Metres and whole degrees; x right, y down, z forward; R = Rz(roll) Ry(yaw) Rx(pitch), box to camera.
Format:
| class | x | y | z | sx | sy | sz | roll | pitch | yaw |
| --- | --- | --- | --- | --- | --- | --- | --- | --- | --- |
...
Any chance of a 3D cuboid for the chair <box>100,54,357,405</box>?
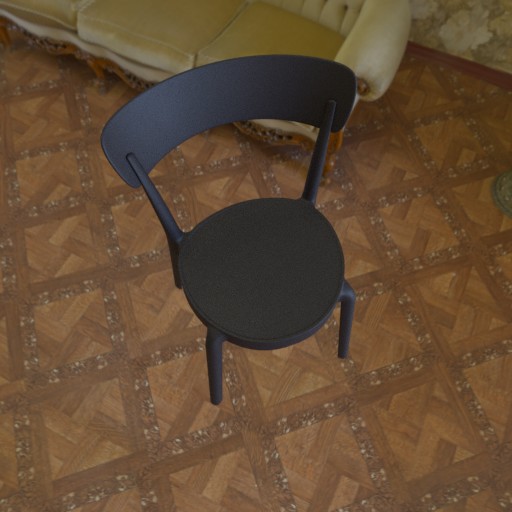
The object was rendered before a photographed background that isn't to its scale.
| class | x | y | z | sx | sy | sz | roll | pitch | yaw |
| --- | --- | --- | --- | --- | --- | --- | --- | --- | --- |
| chair | 0.000 | 0.000 | 1.119 | 0.506 | 0.790 | 0.491 | -18 | 64 | -9 |
